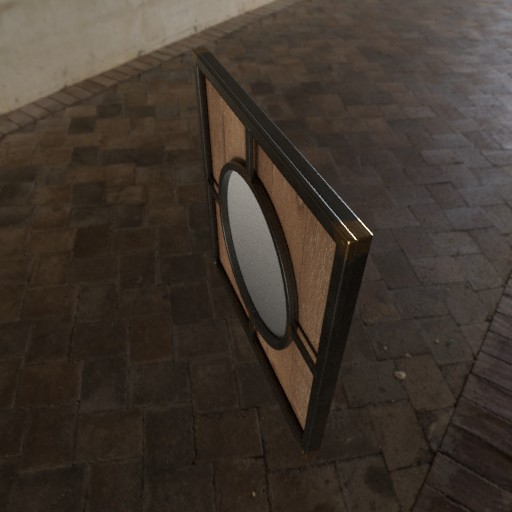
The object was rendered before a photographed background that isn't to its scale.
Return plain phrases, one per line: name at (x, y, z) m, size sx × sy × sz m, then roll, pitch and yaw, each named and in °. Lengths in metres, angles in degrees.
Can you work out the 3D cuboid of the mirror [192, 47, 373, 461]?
mirror at (0.000, 0.000, 0.561) m, size 0.020 × 0.381 × 0.382 m, roll -16°, pitch 47°, yaw -15°
